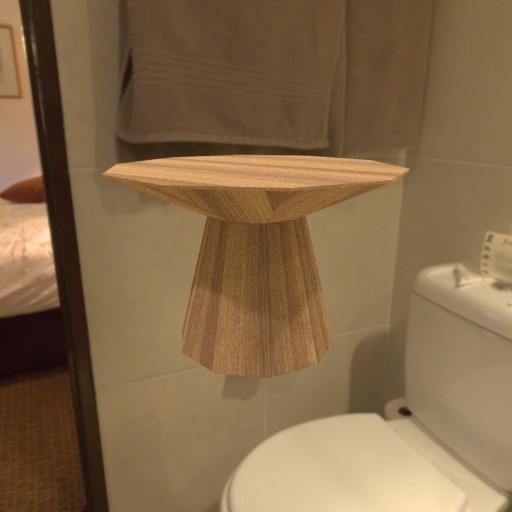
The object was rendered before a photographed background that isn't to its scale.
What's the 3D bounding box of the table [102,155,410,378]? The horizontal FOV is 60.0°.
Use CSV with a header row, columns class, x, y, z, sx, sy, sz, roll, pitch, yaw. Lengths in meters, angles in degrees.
class,x,y,z,sx,sy,sz,roll,pitch,yaw
table,0.000,0.000,1.887,1.186,0.752,1.186,0,17,0
